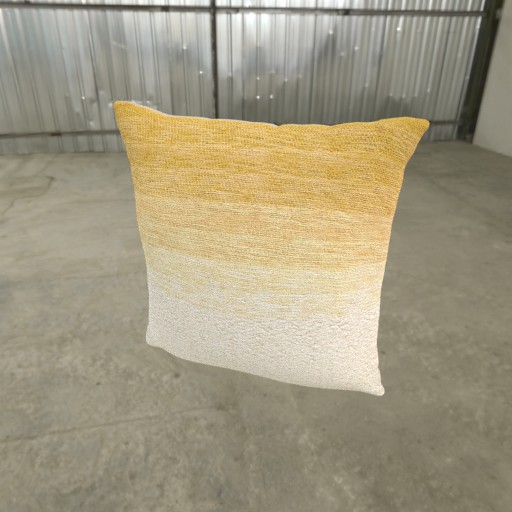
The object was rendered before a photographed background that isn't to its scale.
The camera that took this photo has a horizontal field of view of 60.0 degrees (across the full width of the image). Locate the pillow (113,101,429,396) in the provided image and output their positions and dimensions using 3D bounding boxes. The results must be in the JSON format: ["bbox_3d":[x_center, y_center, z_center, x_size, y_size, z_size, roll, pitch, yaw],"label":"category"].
[{"bbox_3d":[0.000,0.000,0.703,0.450,0.450,0.211,9,28,17],"label":"pillow"}]
